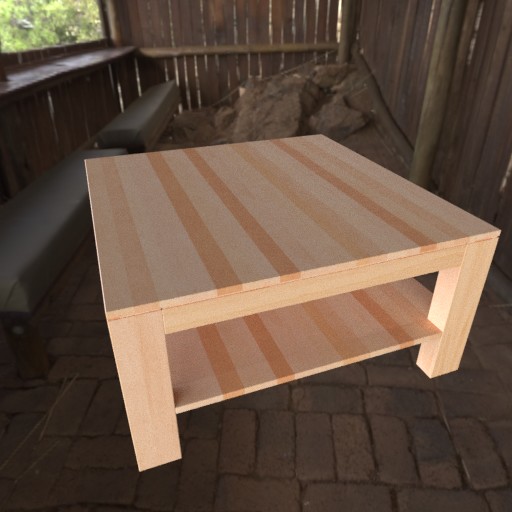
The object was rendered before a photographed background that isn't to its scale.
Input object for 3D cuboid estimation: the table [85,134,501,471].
[{"bbox_3d":[0.000,0.000,1.387,0.900,0.450,0.900,-11,32,-18],"label":"table"}]
